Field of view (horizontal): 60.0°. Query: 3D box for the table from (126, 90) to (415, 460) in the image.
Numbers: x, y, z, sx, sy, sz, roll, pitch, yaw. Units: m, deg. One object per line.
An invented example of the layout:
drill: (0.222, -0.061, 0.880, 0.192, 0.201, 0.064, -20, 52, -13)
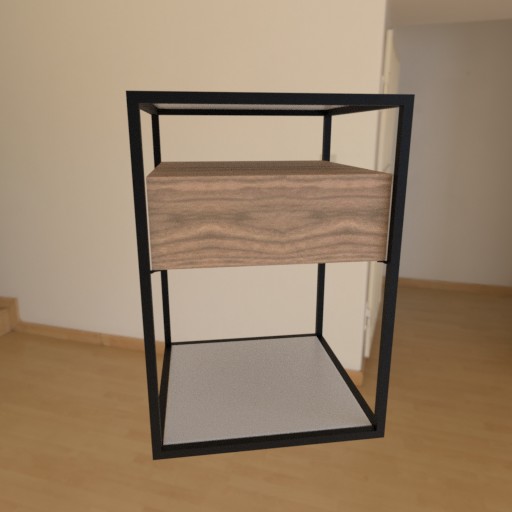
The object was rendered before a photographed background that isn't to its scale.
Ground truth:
table: (0.000, 0.000, 0.822, 0.378, 0.540, 0.378, -2, 16, -8)
